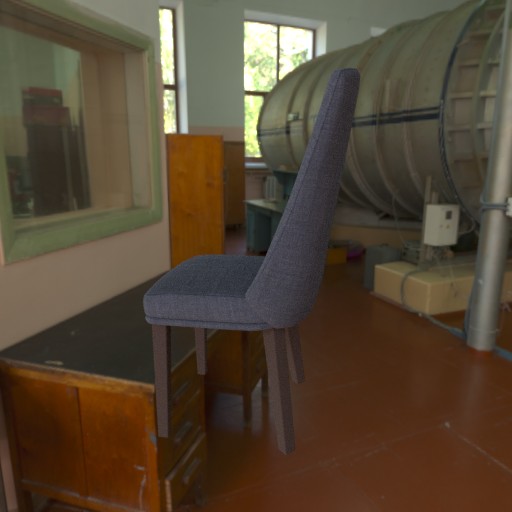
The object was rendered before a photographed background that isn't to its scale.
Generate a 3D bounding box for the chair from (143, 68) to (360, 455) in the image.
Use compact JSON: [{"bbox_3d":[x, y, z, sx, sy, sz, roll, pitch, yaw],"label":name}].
[{"bbox_3d":[0.000,0.000,1.377,0.577,1.050,0.510,2,13,10],"label":"chair"}]
